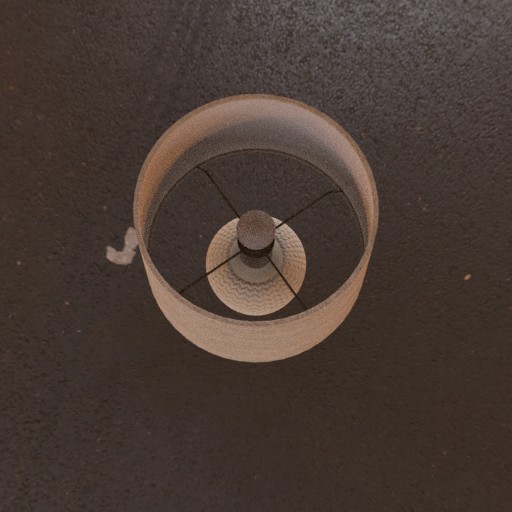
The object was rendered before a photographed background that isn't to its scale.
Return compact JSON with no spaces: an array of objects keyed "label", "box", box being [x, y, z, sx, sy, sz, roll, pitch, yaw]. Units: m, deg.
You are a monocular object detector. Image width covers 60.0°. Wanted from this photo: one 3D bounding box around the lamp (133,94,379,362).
[{"label":"lamp","box":[0.000,0.000,0.837,0.390,0.580,0.390,0,77,0]}]
